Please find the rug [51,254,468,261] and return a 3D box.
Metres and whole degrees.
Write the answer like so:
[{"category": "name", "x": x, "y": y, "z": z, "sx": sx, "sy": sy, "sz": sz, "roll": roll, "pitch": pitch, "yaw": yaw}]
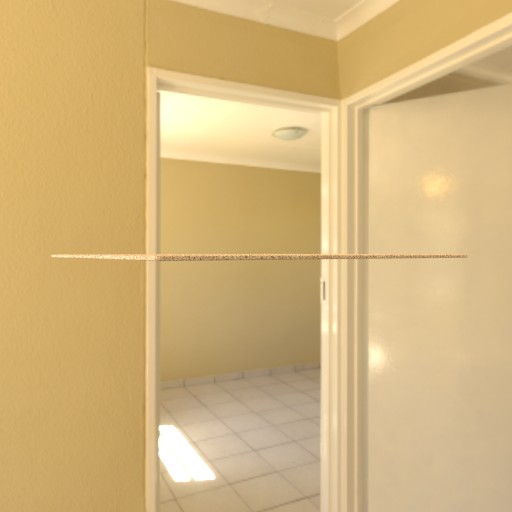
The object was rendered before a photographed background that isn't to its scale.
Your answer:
[{"category": "rug", "x": 0.000, "y": 0.000, "z": 4.128, "sx": 3.047, "sy": 0.029, "sz": 2.438, "roll": 0, "pitch": 0, "yaw": -36}]
